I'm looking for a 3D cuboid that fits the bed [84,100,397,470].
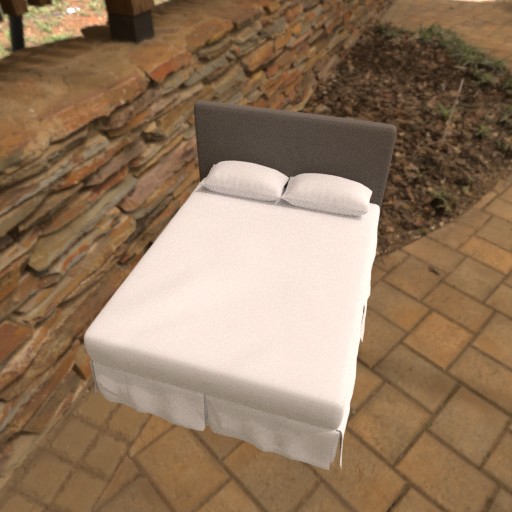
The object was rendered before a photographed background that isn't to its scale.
[{"bbox_3d":[0.000,0.000,3.198,1.723,1.330,2.142,12,42,13],"label":"bed"}]
